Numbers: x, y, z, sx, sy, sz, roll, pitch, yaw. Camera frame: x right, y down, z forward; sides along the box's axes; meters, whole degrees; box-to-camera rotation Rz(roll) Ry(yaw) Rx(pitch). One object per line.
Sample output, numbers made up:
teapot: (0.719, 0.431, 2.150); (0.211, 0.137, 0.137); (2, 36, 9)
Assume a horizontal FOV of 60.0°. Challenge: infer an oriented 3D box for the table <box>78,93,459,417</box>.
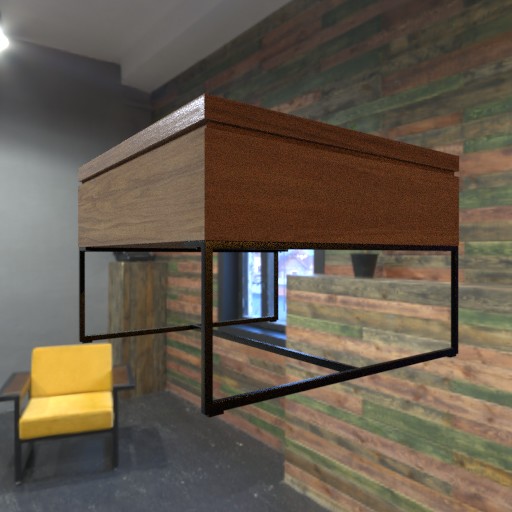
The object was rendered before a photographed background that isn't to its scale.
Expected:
table: (0.000, 0.000, 1.103); (0.676, 0.464, 0.679); (0, 0, -36)
